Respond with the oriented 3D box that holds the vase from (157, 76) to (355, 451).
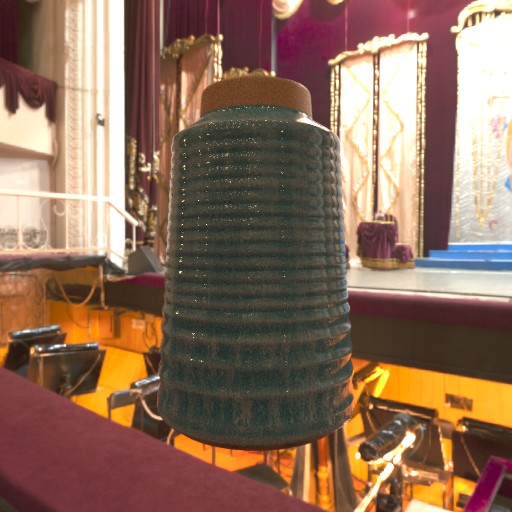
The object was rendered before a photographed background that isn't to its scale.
[{"bbox_3d":[0.000,0.000,0.372,0.163,0.267,0.163,0,1,0],"label":"vase"}]
